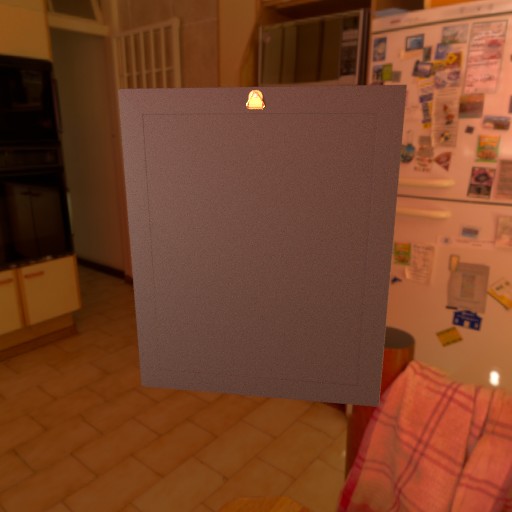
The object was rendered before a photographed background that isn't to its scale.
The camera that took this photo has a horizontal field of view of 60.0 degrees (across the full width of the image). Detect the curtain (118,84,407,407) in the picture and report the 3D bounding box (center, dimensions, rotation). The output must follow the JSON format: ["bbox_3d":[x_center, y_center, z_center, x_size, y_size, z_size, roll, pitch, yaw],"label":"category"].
[{"bbox_3d":[0.000,0.000,0.819,0.483,0.585,0.027,2,16,8],"label":"curtain"}]
